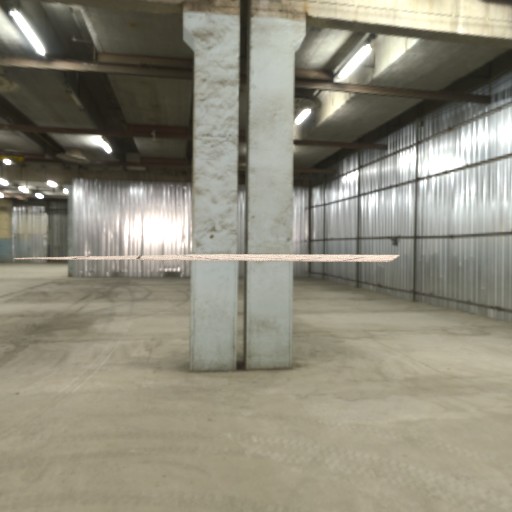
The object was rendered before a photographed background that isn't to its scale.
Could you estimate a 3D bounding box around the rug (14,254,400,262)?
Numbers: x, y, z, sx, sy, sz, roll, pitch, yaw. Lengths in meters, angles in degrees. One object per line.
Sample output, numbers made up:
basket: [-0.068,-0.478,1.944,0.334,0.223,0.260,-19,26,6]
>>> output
rug: [0.000,0.000,4.049,2.468,0.022,3.061,0,1,19]
